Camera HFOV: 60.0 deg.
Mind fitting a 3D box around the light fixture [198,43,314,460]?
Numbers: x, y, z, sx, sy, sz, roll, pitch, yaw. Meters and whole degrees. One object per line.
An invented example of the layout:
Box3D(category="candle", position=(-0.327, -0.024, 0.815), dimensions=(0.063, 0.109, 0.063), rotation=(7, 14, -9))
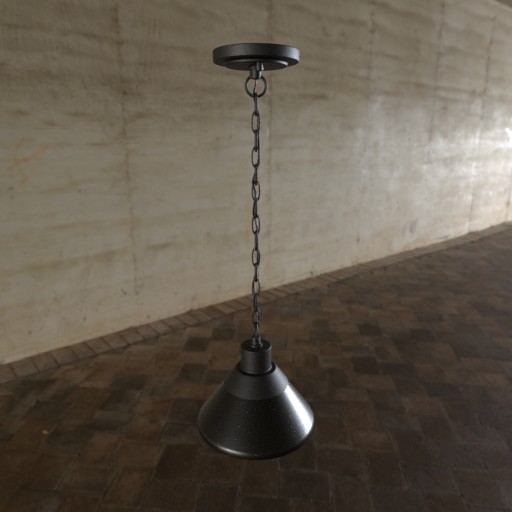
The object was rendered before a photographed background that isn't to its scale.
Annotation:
Box3D(category="light fixture", position=(0.000, 0.000, 0.692), dimensions=(0.201, 0.588, 0.201), rotation=(-2, 15, -7))
